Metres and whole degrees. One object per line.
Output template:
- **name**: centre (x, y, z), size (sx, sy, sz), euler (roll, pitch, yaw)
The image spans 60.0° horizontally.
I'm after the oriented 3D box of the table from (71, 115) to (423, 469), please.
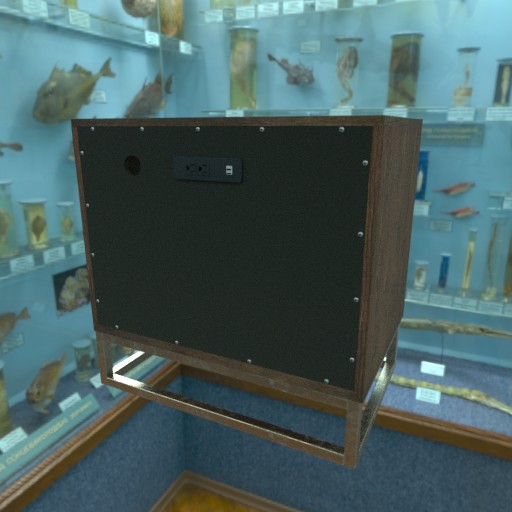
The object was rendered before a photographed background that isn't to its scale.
- **table**: centre (0.000, 0.000, 1.262), size (0.767, 0.746, 0.542), euler (8, 18, 26)
